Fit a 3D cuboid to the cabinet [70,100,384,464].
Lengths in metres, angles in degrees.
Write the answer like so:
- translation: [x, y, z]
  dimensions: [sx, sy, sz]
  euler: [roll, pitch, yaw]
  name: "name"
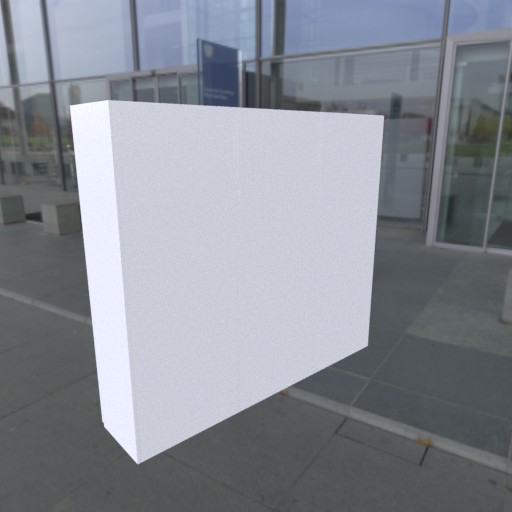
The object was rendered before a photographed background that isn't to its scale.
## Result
- translation: [0.000, 0.000, 3.820]
  dimensions: [2.700, 2.370, 0.590]
  euler: [-13, 20, -40]
  name: "cabinet"
